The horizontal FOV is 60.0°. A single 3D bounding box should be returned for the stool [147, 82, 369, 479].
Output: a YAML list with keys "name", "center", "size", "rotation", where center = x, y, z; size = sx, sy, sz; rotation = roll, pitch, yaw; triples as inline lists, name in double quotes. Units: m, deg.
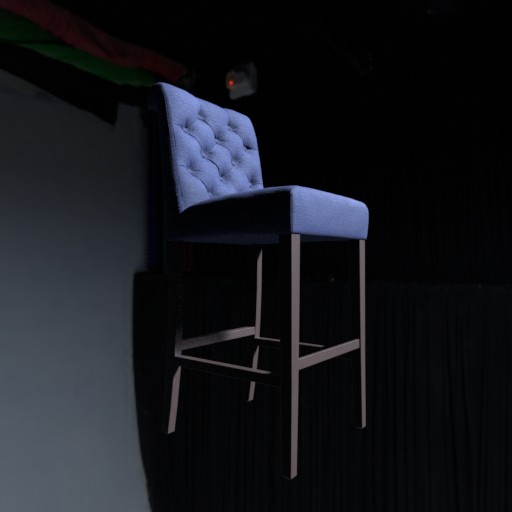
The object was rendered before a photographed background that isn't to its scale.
- name: "stool"
  center: [0.000, 0.000, 1.474]
  size: [0.601, 1.140, 0.493]
  rotation: [0, -1, 38]
